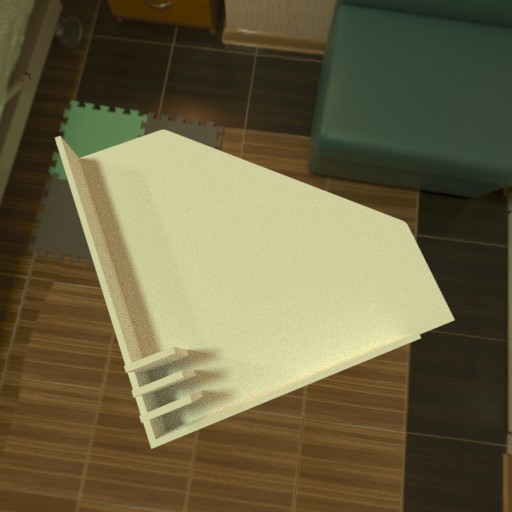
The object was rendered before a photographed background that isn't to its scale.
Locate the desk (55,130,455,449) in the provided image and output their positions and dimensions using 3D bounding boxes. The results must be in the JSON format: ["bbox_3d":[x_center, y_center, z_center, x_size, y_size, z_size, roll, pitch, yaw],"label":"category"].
[{"bbox_3d":[0.000,0.000,1.675,0.940,0.986,0.940,-21,77,-5],"label":"desk"}]
